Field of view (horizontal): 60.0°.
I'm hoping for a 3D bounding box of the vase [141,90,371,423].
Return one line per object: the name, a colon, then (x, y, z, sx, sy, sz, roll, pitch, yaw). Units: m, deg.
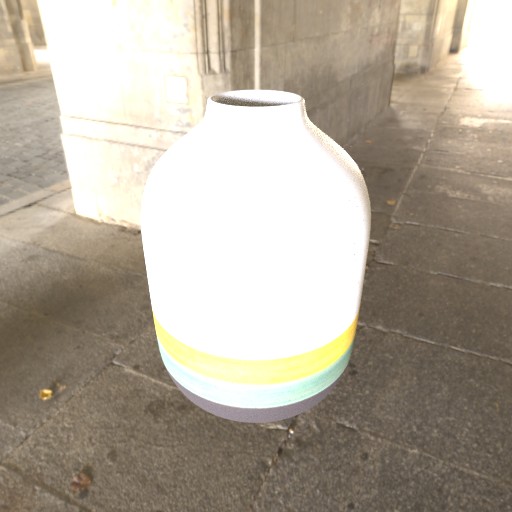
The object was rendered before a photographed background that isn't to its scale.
vase: (0.000, 0.000, 0.351, 0.169, 0.240, 0.169, 0, 30, 0)
